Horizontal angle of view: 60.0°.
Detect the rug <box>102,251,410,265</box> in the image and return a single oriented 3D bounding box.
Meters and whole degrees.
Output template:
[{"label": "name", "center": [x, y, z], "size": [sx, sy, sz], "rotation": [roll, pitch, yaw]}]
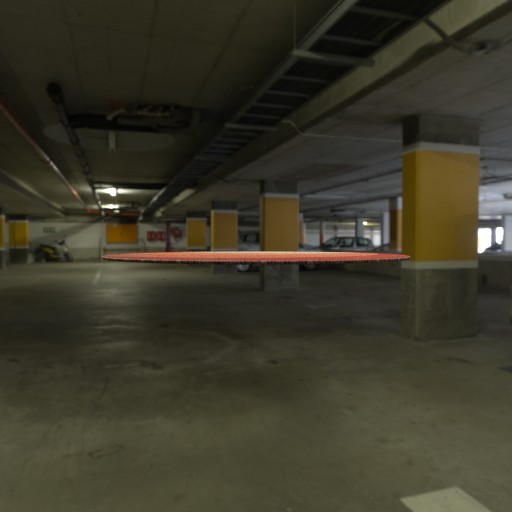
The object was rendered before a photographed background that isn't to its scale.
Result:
[{"label": "rug", "center": [0.000, 0.000, 2.301], "size": [1.514, 0.015, 1.514], "rotation": [0, 2, 0]}]
